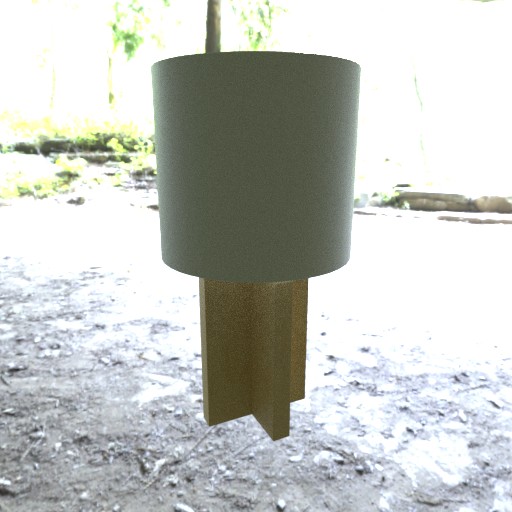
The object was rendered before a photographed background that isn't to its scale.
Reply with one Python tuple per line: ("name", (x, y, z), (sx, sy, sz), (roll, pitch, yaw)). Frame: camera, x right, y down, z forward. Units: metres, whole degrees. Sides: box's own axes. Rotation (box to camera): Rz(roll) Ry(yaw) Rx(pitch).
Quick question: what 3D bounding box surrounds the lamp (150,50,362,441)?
("lamp", (0.000, 0.000, 0.547), (0.229, 0.428, 0.229), (-7, 17, -25))
